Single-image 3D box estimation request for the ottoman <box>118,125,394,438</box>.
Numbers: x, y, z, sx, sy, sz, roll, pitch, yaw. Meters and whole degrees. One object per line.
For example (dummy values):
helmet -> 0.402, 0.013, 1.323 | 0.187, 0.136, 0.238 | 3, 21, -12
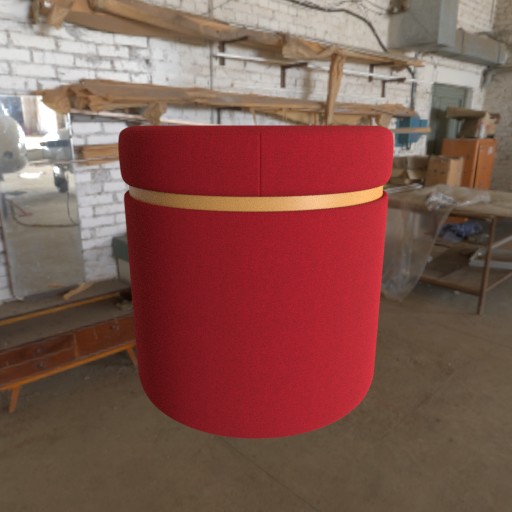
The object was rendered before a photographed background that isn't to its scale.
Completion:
ottoman -> 0.000, 0.000, 0.719 | 0.400, 0.406, 0.400 | 0, 16, 0
